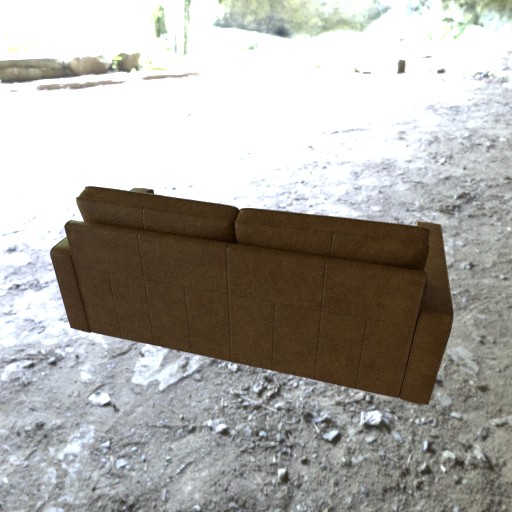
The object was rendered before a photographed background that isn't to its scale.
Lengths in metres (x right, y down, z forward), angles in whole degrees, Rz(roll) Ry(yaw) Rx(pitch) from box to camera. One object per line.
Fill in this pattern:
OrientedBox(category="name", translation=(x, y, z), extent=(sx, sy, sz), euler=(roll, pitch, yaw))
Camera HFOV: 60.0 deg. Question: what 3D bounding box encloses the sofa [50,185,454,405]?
OrientedBox(category="sofa", translation=(0.000, 0.000, 2.663), extent=(2.156, 0.928, 0.991), euler=(9, 32, 14))
